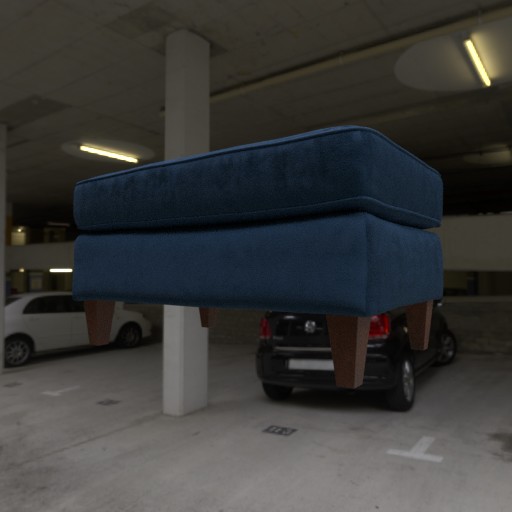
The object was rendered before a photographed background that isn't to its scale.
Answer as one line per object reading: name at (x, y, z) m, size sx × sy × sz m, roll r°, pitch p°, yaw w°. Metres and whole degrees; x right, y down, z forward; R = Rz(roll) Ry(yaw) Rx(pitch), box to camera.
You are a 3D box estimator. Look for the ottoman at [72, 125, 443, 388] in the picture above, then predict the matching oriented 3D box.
ottoman at (0.000, 0.000, 1.193) m, size 0.862 × 0.484 × 0.583 m, roll -1°, pitch -2°, yaw 35°
